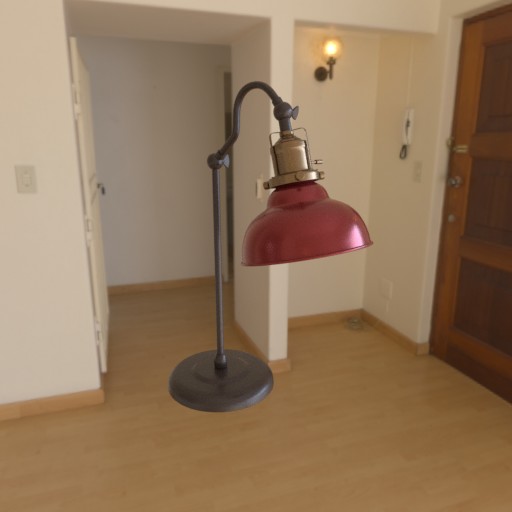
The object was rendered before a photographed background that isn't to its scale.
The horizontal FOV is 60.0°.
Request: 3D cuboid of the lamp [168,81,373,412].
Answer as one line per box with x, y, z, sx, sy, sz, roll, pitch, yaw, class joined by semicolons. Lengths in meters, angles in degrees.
0.000;0.000;0.686;0.192;0.508;0.374;-14;20;-43;lamp
